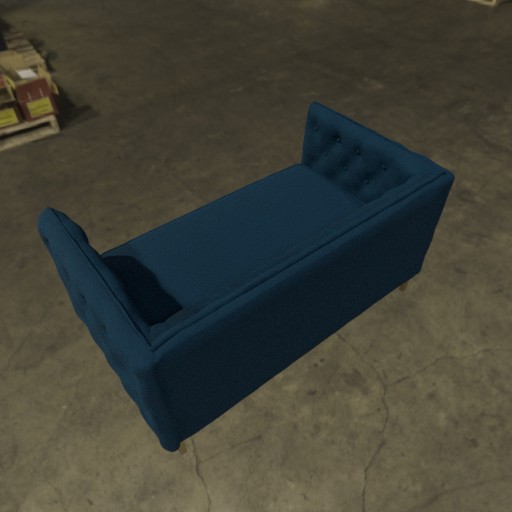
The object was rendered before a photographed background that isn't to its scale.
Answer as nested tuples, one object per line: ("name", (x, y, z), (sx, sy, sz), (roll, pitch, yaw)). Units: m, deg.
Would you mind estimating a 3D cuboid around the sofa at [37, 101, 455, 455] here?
("sofa", (0.000, 0.000, 2.100), (1.583, 0.810, 0.909), (-29, 52, -26))
